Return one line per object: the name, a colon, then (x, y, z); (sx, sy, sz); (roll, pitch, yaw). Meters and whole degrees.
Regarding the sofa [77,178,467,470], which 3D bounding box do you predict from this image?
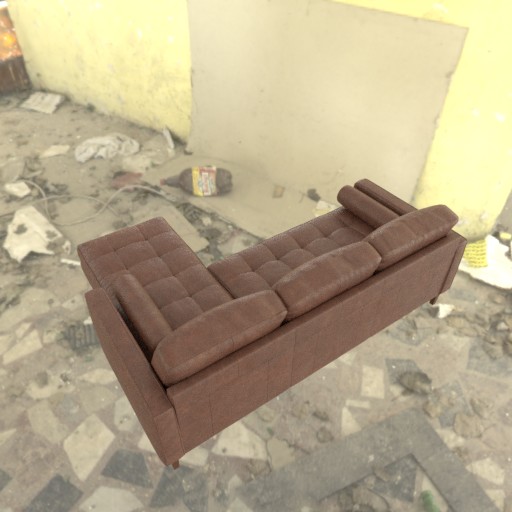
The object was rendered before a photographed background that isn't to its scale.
sofa: (0.000, 0.000, 2.939); (2.185, 0.841, 1.613); (-24, 46, -25)
